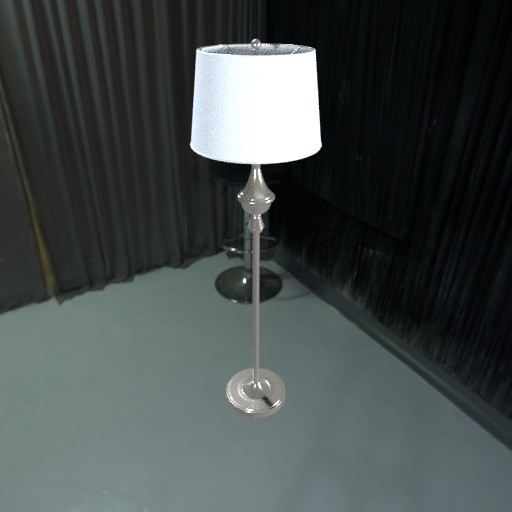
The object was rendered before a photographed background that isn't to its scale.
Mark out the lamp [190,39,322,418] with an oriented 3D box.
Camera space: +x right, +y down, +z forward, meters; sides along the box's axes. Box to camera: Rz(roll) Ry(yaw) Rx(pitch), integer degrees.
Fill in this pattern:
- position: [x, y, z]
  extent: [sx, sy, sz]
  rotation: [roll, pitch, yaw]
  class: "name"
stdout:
- position: [0.000, 0.000, 1.688]
  extent: [0.431, 1.488, 0.431]
  rotation: [0, 30, 0]
  class: "lamp"
